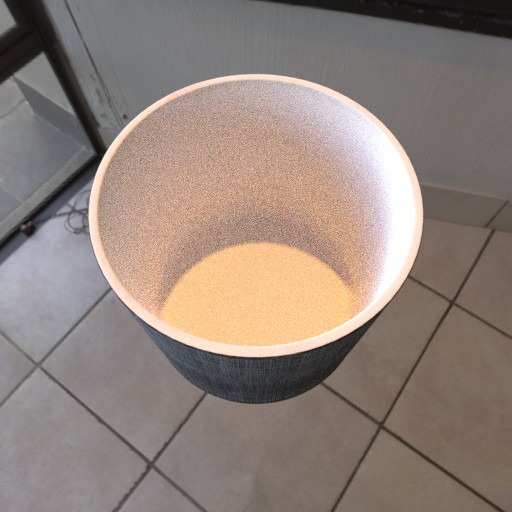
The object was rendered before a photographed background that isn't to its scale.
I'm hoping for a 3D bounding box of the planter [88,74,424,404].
[{"bbox_3d":[0.000,0.000,0.438,0.254,0.221,0.254,0,64,0],"label":"planter"}]
